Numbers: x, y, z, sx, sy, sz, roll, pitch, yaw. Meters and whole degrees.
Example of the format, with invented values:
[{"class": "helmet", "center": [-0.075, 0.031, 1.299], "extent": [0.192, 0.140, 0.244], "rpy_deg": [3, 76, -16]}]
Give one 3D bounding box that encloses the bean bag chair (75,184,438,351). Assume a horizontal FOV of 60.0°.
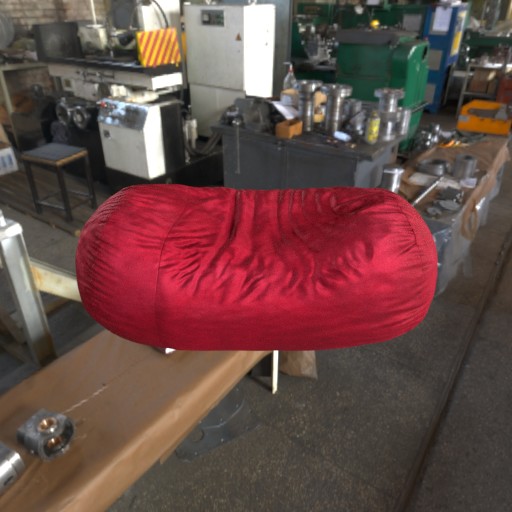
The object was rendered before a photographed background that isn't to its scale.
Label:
[{"class": "bean bag chair", "center": [0.000, 0.000, 2.929], "extent": [2.293, 0.867, 1.216], "rpy_deg": [1, 30, 1]}]
